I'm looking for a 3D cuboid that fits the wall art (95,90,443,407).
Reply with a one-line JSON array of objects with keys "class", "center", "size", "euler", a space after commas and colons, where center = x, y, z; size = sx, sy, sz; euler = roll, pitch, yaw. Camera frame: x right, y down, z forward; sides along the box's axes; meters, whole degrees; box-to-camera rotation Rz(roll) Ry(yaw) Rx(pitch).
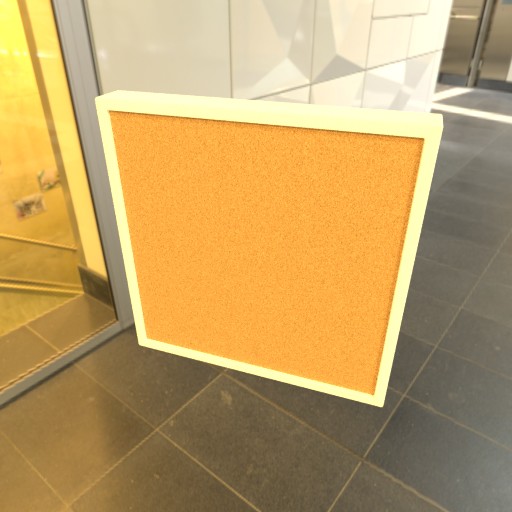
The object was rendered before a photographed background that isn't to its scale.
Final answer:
[{"class": "wall art", "center": [0.000, 0.000, 0.462], "size": [0.305, 0.305, 0.038], "euler": [10, 32, 16]}]
